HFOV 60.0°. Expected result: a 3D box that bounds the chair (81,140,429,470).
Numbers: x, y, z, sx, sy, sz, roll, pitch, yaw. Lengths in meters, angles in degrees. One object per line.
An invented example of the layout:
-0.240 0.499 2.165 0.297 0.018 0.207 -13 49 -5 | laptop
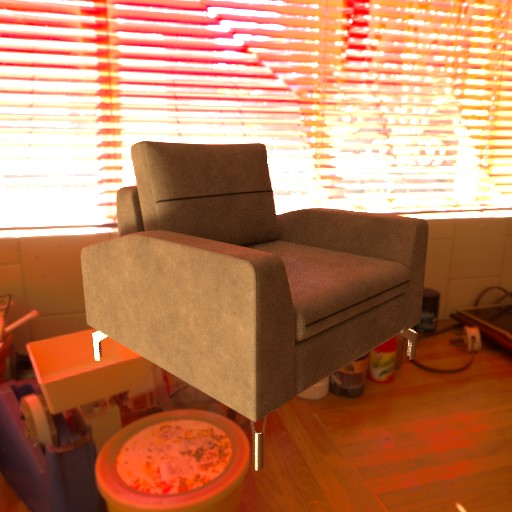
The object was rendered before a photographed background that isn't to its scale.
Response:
0.000 0.000 1.589 0.900 0.800 0.900 13 18 43 | chair
